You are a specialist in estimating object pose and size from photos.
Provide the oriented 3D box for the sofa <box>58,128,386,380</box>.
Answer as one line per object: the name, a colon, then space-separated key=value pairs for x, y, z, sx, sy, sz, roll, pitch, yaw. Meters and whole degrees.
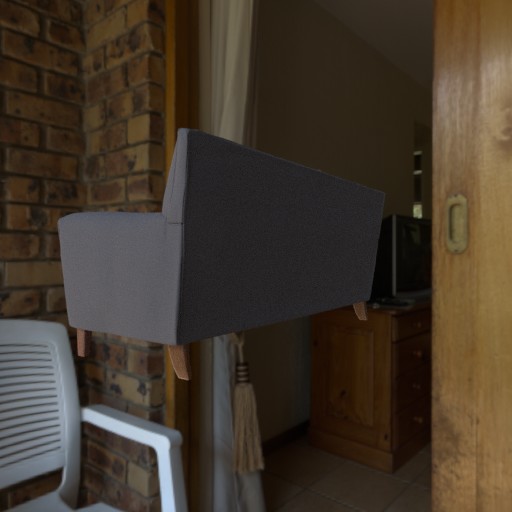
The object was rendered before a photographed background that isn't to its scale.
sofa: x=0.000 y=0.000 z=2.553 sx=0.843 sy=0.907 sz=2.002 roll=0 pitch=0 yaw=35
